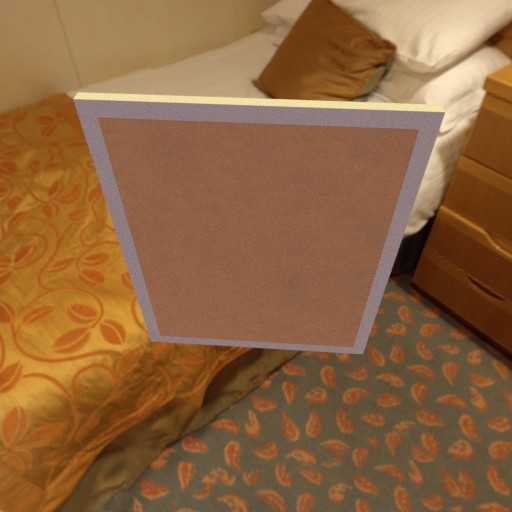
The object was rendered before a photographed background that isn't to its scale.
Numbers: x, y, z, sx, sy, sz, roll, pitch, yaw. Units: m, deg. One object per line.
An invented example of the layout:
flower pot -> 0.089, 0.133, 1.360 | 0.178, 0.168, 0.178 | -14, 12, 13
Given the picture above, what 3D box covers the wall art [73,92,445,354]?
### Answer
wall art -> 0.000, 0.000, 1.092 | 0.661, 0.811, 0.026 | 3, 47, 3
